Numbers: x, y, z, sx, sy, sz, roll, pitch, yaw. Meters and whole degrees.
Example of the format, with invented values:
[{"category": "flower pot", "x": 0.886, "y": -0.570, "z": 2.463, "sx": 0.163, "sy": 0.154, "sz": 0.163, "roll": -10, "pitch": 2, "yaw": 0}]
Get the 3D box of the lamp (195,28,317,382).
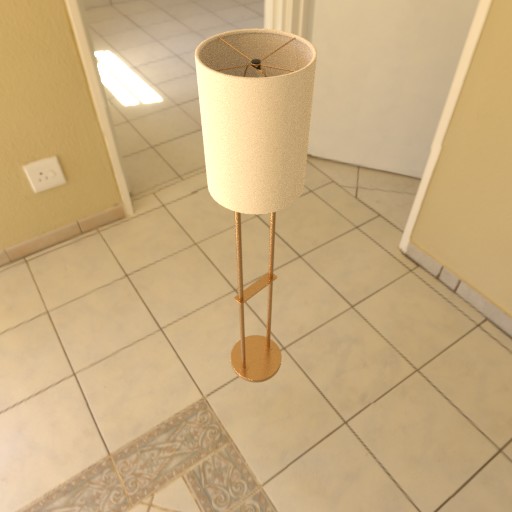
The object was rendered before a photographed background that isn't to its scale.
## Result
[{"category": "lamp", "x": 0.000, "y": 0.000, "z": 1.658, "sx": 0.306, "sy": 1.500, "sz": 0.305, "roll": -35, "pitch": 56, "yaw": -28}]
